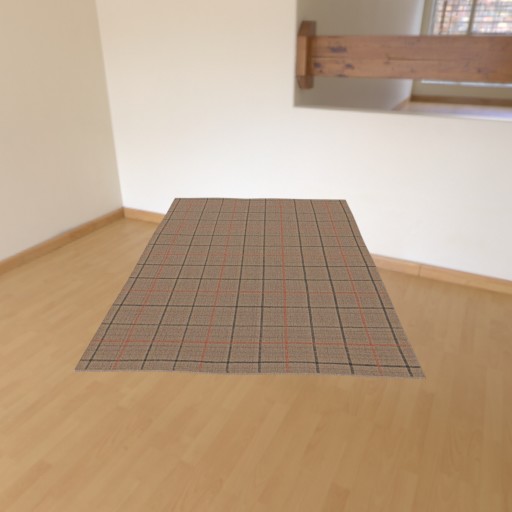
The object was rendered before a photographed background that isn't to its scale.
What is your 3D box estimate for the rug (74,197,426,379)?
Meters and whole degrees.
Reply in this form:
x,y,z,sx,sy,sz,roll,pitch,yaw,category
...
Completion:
x,y,z,sx,sy,sz,roll,pitch,yaw,category
0.000,0.000,2.350,1.220,0.013,1.829,1,27,2,rug
